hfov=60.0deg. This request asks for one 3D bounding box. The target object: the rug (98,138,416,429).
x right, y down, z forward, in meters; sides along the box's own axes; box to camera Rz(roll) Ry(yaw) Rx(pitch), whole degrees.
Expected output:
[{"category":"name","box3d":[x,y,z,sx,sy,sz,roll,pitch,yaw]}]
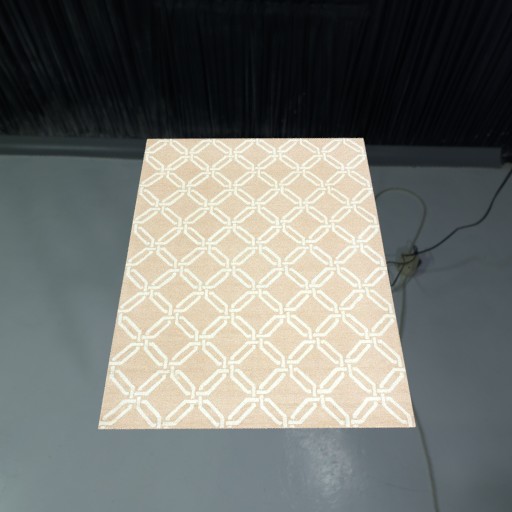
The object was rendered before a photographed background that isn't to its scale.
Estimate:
[{"category":"rug","box3d":[0.000,0.000,3.935,2.288,0.018,2.895,0,59,0]}]
